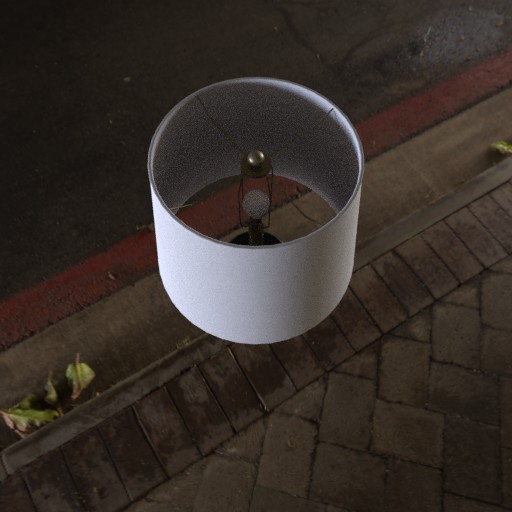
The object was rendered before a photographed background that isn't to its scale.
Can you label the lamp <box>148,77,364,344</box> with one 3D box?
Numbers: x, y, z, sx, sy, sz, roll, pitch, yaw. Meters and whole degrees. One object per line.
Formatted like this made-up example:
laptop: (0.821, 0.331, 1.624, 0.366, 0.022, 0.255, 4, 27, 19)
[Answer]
lamp: (0.000, 0.000, 0.565, 0.239, 0.399, 0.239, 0, 64, 0)
